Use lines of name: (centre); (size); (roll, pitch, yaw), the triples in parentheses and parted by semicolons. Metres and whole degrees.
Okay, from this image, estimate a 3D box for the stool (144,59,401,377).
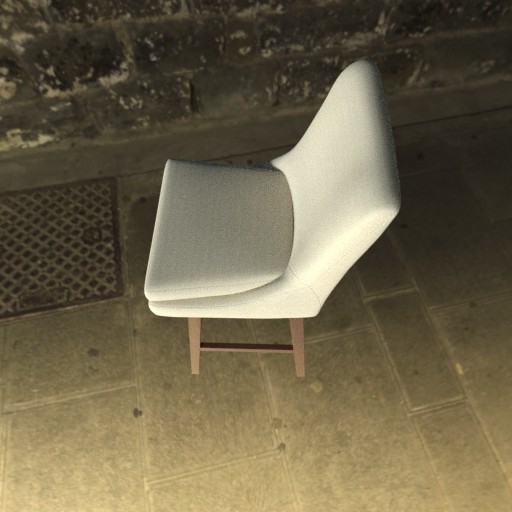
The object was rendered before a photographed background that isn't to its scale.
stool: (0.000, 0.000, 1.366); (0.559, 1.093, 0.483); (1, 59, 1)
